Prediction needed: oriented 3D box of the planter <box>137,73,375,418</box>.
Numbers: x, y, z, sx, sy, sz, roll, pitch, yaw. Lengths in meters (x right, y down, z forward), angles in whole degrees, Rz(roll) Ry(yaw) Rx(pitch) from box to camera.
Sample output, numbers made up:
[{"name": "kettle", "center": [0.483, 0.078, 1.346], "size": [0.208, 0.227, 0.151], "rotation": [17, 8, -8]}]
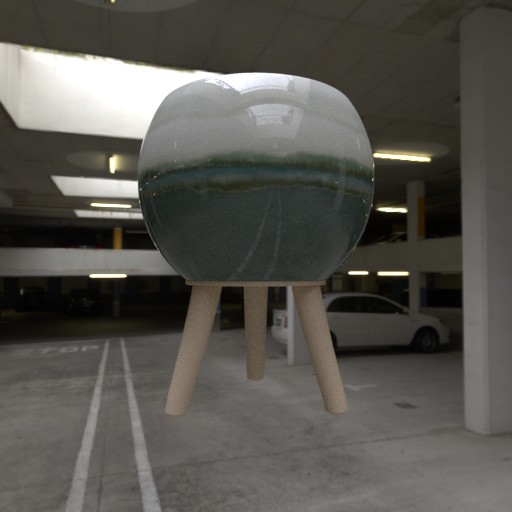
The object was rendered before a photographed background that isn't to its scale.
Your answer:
[{"name": "planter", "center": [0.000, 0.000, 0.426], "size": [0.222, 0.278, 0.222], "rotation": [0, -2, 0]}]
